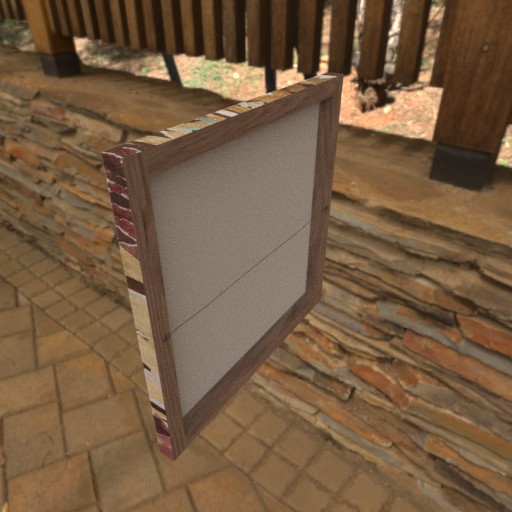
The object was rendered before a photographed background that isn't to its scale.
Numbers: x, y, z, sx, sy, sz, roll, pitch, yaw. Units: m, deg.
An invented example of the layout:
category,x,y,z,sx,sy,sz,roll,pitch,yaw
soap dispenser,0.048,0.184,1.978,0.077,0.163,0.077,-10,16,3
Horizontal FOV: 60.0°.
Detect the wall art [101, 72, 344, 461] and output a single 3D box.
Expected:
category,x,y,z,sx,sy,sz,roll,pitch,yaw
wall art,0.000,0.000,0.910,0.041,0.613,0.609,21,38,28
